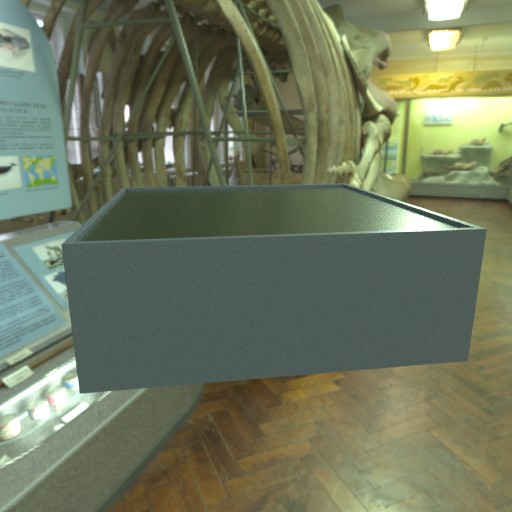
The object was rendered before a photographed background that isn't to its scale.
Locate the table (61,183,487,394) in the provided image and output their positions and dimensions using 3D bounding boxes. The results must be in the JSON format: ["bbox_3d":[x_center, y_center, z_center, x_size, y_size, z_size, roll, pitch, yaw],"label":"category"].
[{"bbox_3d":[0.000,0.000,1.241,0.801,0.299,0.801,-2,16,-9],"label":"table"}]
